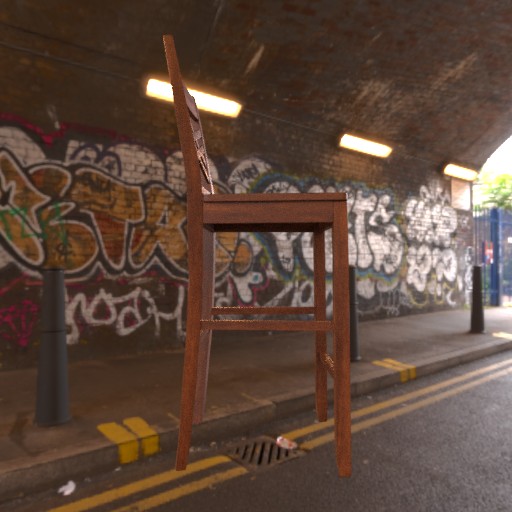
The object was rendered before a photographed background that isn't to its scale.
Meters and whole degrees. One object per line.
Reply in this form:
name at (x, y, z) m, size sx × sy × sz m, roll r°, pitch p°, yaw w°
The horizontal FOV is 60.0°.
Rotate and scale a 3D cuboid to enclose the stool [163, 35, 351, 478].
stool at (0.000, 0.000, 1.315) m, size 0.487 × 1.105 × 0.433 m, roll 0°, pitch -1°, yaw 0°
